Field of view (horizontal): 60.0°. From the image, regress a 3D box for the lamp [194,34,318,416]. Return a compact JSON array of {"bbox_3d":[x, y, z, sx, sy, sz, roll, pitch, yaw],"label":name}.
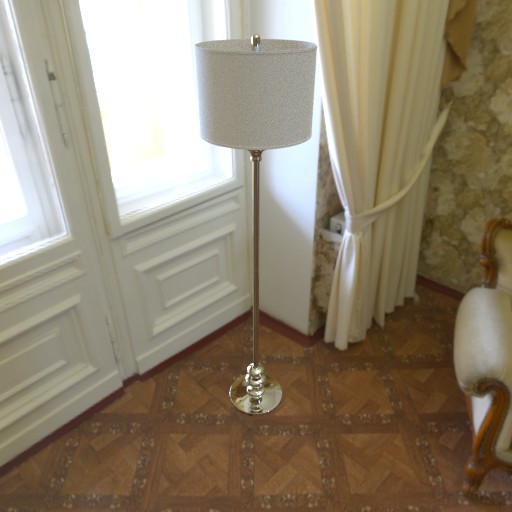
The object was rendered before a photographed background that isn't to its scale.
[{"bbox_3d":[0.000,0.000,1.657,0.356,1.487,0.356,-1,31,-2],"label":"lamp"}]
